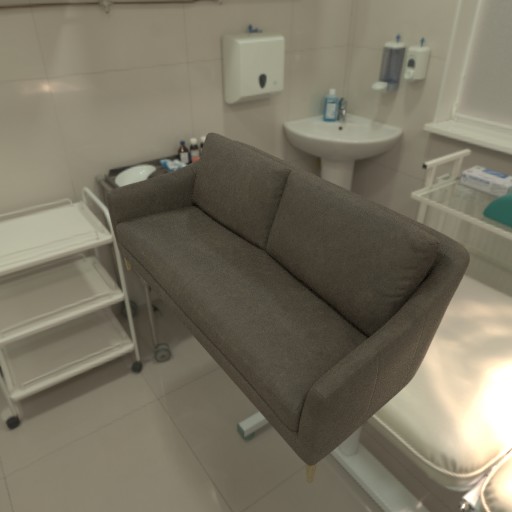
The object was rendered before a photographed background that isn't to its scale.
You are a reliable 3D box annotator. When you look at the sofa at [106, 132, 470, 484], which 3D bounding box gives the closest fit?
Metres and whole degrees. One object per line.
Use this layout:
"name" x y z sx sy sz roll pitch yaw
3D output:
"sofa" 0.000 0.000 2.447 0.960 0.902 2.036 -21 38 -30
